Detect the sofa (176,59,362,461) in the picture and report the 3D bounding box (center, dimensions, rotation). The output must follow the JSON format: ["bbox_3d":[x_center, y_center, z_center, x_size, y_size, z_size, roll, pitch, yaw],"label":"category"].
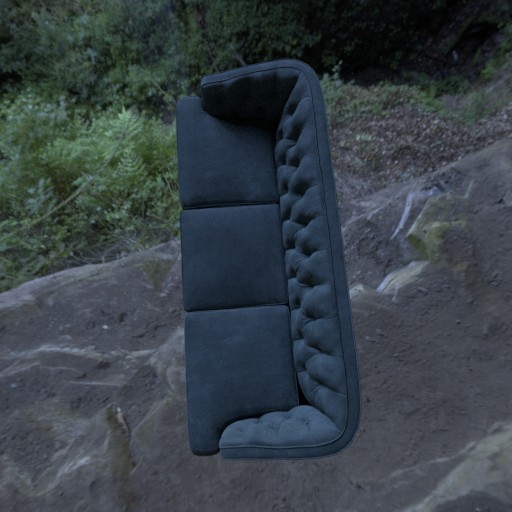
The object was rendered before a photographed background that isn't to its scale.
[{"bbox_3d":[0.000,0.000,2.781,0.941,0.855,2.278,-4,76,-1],"label":"sofa"}]
